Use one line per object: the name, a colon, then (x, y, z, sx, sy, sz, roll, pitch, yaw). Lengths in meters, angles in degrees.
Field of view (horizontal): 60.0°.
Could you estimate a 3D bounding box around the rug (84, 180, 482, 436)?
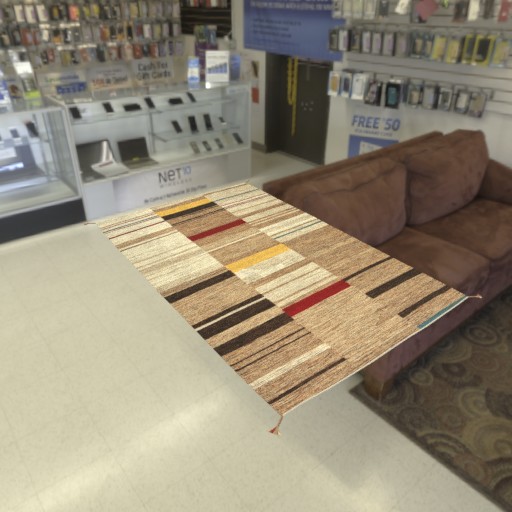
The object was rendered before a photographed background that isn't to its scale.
rug: (0.000, 0.000, 2.398, 1.268, 0.007, 1.918, -21, 37, -31)
